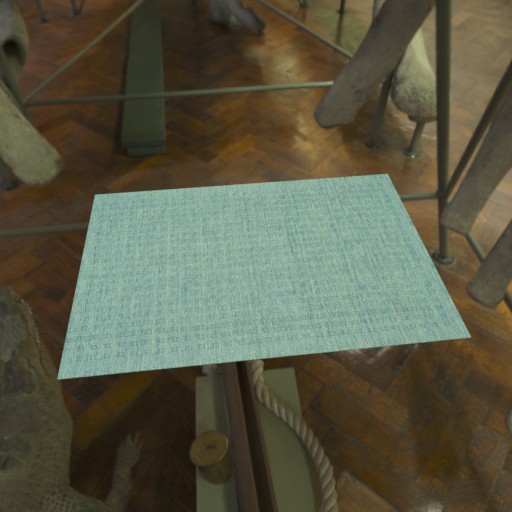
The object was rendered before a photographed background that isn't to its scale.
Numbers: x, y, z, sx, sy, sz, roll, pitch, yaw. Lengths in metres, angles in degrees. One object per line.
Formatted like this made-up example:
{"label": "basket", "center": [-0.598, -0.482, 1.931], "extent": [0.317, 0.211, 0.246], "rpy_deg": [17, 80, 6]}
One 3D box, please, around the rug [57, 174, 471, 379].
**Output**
{"label": "rug", "center": [0.000, 0.000, 2.941], "extent": [2.286, 0.006, 1.522], "rpy_deg": [-5, 48, -4]}
